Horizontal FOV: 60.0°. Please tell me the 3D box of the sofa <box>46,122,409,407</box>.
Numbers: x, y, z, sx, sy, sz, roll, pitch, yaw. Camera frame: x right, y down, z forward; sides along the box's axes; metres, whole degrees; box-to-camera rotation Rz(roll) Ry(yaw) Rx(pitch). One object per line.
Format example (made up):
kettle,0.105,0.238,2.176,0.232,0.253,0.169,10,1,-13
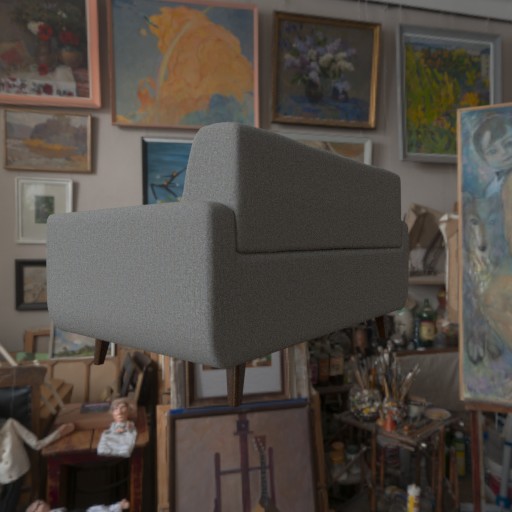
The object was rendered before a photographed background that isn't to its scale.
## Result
sofa,0.000,0.000,2.183,0.952,0.925,1.651,2,3,38
